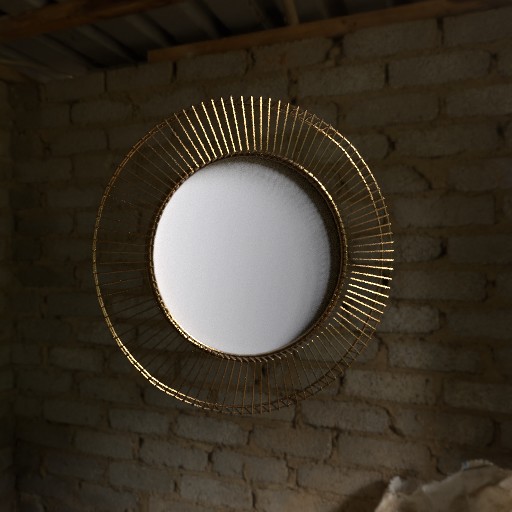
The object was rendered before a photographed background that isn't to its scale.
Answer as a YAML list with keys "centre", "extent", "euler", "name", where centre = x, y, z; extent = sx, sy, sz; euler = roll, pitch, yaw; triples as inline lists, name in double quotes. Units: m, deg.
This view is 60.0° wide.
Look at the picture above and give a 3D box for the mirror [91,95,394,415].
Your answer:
- centre: [0.000, 0.000, 1.008]
  extent: [0.703, 0.703, 0.067]
  euler: [0, 1, -20]
  name: "mirror"
